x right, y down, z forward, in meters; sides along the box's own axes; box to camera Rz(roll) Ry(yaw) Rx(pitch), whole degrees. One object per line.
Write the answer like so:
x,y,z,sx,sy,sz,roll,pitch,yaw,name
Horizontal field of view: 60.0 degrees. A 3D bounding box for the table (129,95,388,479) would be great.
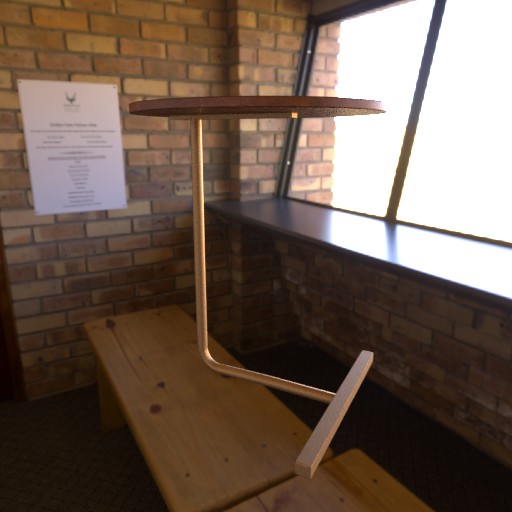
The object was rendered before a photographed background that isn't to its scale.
0.000,0.000,1.098,0.577,0.706,0.530,8,17,26,table
